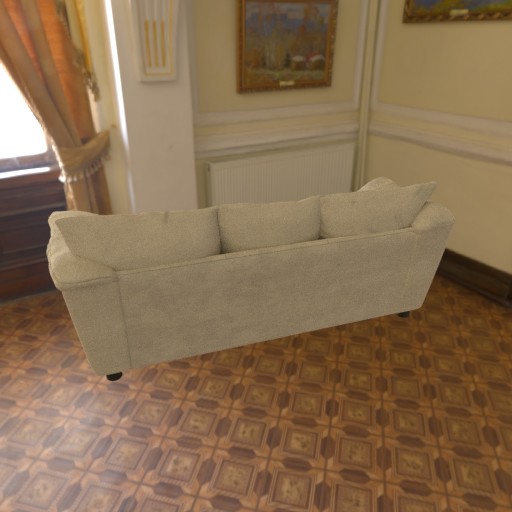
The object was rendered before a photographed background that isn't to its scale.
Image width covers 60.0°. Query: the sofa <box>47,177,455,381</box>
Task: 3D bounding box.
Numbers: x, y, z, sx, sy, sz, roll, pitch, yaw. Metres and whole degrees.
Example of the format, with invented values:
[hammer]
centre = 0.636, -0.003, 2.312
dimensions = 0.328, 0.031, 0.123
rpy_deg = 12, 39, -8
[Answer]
[sofa]
centre = 0.000, 0.000, 2.811
dimensions = 2.377, 0.981, 0.893
rpy_deg = -9, 28, -17
